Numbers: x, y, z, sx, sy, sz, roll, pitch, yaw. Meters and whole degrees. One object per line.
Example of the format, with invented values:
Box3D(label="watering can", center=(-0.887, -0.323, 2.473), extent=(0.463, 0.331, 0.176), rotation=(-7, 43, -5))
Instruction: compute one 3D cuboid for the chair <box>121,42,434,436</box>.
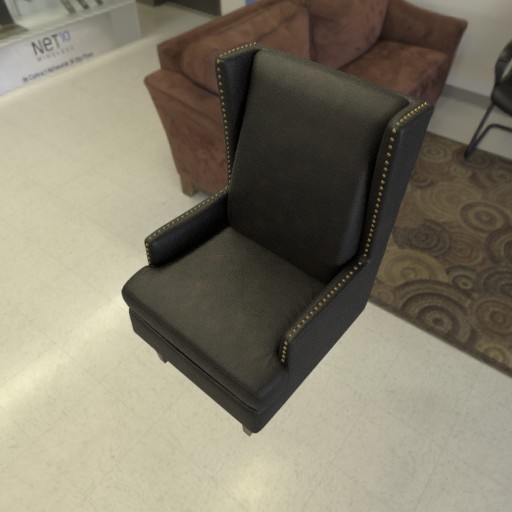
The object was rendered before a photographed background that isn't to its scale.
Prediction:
Box3D(label="chair", center=(0.000, 0.000, 1.611), extent=(0.703, 1.142, 0.799), rotation=(32, 55, 26))
